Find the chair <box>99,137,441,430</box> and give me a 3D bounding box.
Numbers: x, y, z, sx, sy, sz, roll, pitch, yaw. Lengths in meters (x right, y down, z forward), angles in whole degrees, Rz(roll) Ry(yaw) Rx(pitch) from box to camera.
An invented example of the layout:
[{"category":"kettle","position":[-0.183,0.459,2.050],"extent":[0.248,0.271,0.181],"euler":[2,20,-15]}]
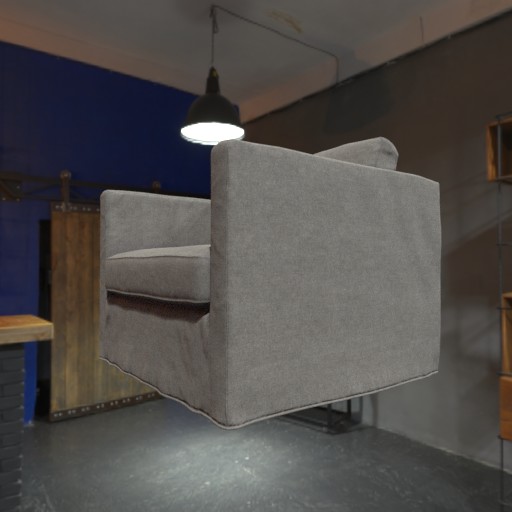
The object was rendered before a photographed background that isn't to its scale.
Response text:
[{"category":"chair","position":[0.000,0.000,1.748],"extent":[0.949,0.863,1.057],"euler":[1,-1,-36]}]
